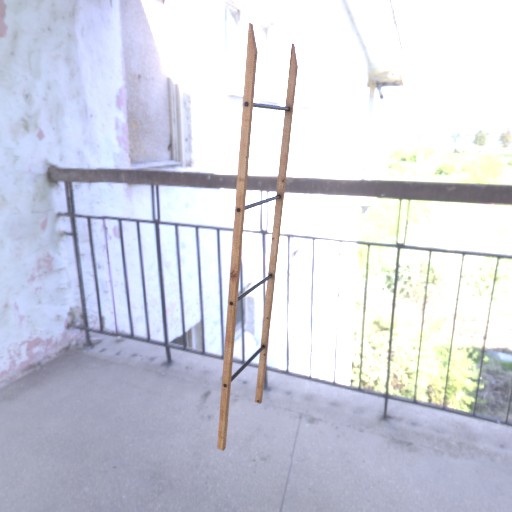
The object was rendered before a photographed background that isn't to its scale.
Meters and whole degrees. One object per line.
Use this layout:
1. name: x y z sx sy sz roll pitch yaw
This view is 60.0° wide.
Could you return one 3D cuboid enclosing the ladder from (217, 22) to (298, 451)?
1. ladder: 0.000 0.000 1.995 0.200 1.805 0.442 7 17 24
